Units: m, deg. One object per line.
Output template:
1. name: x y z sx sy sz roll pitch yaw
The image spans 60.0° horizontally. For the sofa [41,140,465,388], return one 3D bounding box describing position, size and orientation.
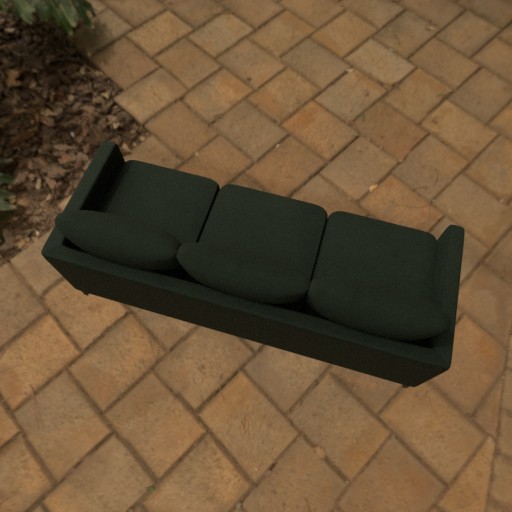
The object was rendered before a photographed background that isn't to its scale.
1. sofa: 0.000 0.000 2.650 2.218 0.870 0.859 15 65 7
